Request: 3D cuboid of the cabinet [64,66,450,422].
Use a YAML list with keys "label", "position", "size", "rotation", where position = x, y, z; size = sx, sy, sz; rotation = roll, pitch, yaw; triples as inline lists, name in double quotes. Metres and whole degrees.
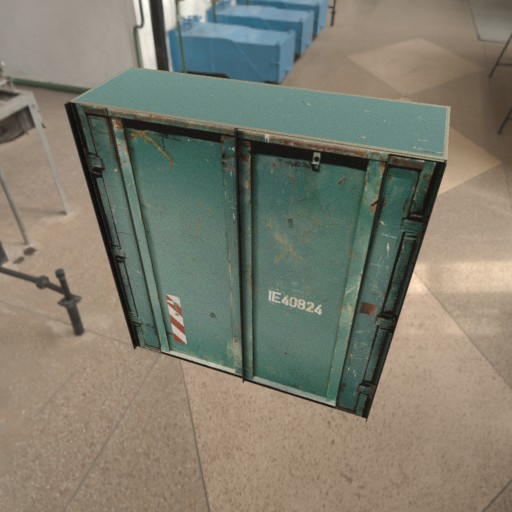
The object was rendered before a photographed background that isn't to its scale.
- label: "cabinet"
  position: [0.000, 0.000, 3.119]
  size: [2.000, 2.160, 0.680]
  rotation: [13, 42, 15]
